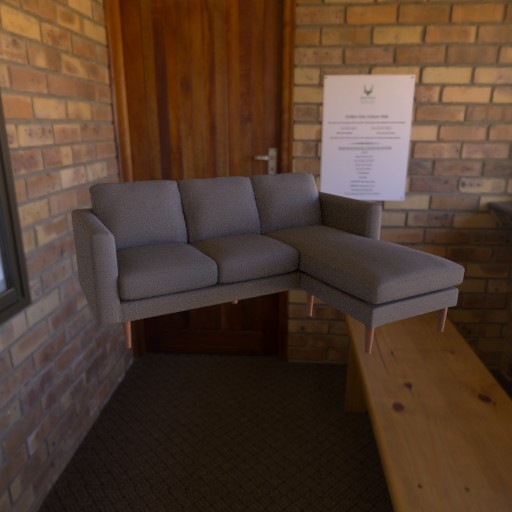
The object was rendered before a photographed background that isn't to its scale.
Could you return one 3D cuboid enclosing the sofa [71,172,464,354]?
[{"bbox_3d":[0.000,0.000,2.877,2.031,0.897,1.591,-8,18,-27],"label":"sofa"}]
